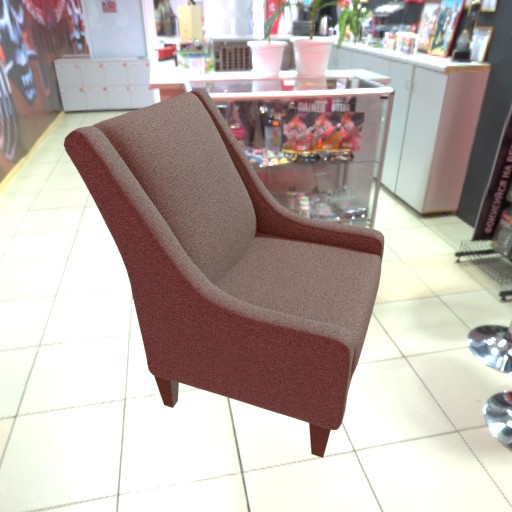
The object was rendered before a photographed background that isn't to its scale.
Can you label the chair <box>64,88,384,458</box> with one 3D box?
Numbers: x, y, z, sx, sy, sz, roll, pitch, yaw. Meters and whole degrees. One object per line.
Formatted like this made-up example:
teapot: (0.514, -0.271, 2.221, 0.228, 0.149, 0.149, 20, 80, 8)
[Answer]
chair: (0.000, 0.000, 1.619, 0.870, 1.016, 0.774, 11, 32, 18)
